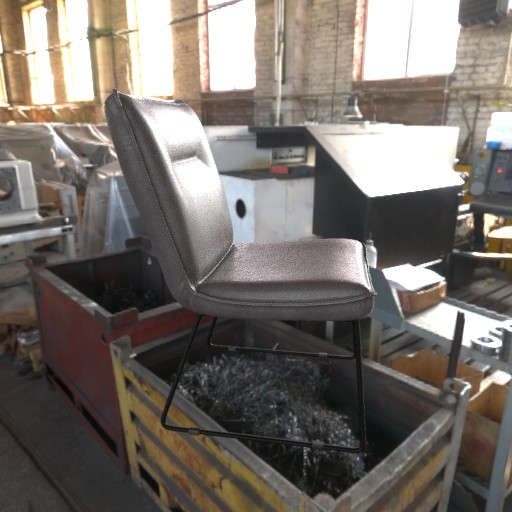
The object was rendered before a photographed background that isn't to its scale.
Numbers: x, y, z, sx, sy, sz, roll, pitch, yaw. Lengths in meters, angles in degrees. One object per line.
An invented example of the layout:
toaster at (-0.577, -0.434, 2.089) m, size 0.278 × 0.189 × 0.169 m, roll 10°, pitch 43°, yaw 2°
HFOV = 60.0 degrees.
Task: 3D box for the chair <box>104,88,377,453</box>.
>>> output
chair at (0.000, 0.000, 1.348) m, size 0.688 × 0.932 × 0.515 m, roll 3°, pitch 17°, yaw 9°
